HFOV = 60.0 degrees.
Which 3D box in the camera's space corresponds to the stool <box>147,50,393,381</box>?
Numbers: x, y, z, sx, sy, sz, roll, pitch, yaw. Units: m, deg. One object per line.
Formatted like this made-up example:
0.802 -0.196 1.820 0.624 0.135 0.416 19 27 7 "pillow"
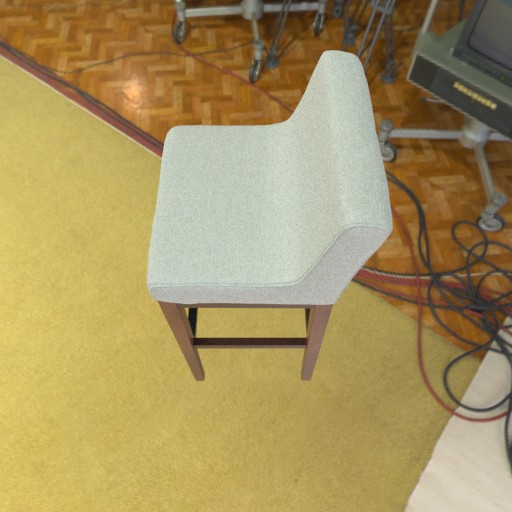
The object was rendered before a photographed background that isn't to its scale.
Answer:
0.000 0.000 1.331 0.500 1.037 0.511 0 59 0 "stool"
